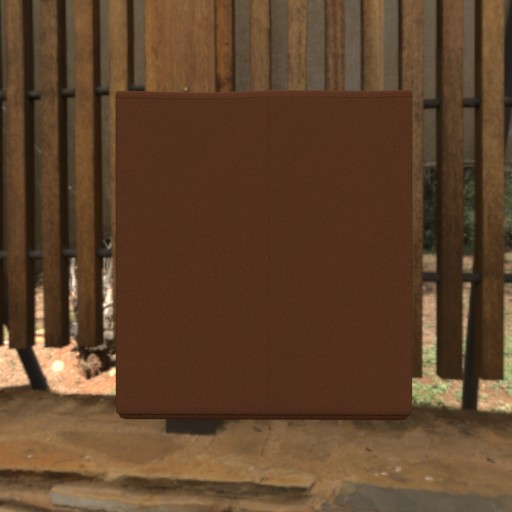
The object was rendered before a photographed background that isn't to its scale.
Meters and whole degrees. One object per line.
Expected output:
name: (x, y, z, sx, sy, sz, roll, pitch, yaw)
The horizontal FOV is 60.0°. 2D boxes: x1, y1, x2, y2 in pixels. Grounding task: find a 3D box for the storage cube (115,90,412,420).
storage cube: (0.000, 0.000, 0.505, 0.270, 0.280, 0.270, 0, 0, 1)
